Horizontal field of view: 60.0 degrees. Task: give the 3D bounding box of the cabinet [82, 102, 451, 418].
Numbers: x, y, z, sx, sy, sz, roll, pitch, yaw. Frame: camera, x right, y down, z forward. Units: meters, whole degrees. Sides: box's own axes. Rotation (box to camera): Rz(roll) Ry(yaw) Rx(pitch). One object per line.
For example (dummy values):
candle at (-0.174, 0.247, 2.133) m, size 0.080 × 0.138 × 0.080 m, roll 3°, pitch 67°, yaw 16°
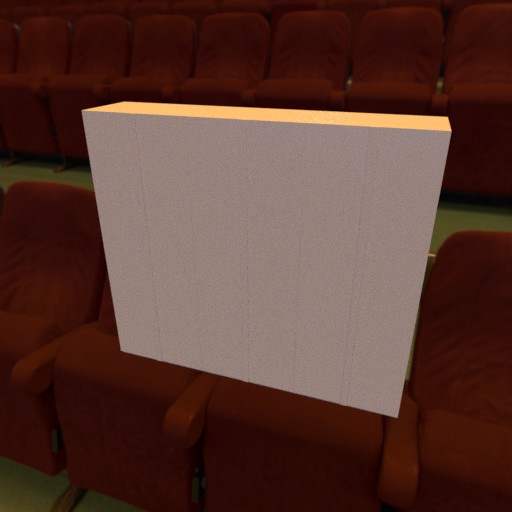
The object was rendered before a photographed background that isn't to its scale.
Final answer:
cabinet at (0.000, 0.000, 3.836) m, size 2.700 × 2.370 × 0.590 m, roll 9°, pitch 27°, yaw 17°
